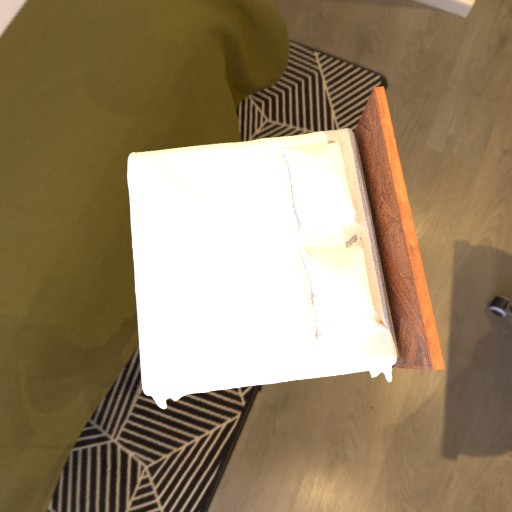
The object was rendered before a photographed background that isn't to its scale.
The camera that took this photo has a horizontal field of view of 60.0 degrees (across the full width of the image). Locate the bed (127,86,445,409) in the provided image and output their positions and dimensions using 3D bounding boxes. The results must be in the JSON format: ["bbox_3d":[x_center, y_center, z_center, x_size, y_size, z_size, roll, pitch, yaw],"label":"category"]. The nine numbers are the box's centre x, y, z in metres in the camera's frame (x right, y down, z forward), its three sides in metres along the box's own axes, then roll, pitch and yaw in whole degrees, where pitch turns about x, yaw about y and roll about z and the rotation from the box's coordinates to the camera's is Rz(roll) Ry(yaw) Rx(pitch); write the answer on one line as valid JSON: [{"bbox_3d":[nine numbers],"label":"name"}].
[{"bbox_3d":[0.000,0.000,3.528,2.165,1.158,2.255,-7,77,-2],"label":"bed"}]
